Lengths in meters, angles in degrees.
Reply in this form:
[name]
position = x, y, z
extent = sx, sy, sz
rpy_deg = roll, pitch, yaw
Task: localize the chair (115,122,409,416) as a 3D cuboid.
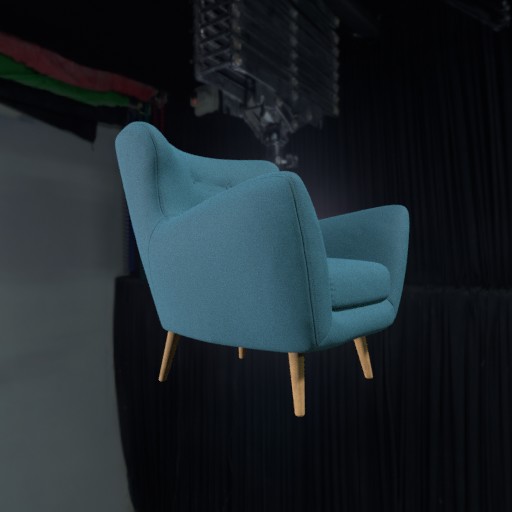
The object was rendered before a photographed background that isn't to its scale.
[chair]
position = 0.000, 0.000, 1.627
extent = 0.889, 0.889, 0.890
rpy_deg = -1, -1, 37
